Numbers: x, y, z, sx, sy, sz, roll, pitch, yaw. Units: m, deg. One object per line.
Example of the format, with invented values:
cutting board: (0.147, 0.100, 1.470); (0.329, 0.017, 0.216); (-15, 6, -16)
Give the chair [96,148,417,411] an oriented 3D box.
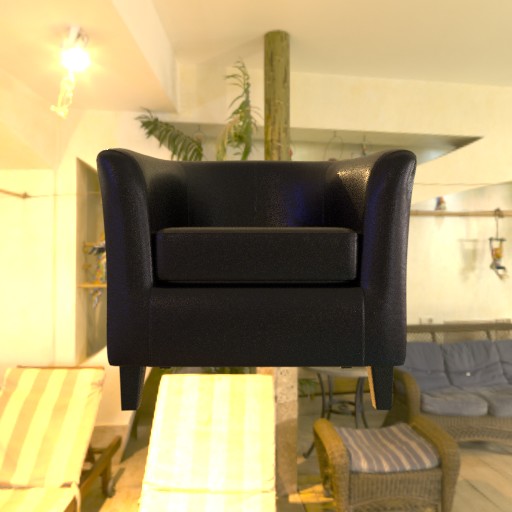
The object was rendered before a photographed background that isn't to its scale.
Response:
chair: (0.000, 0.000, 1.408); (0.793, 0.756, 0.727); (0, -1, 0)
